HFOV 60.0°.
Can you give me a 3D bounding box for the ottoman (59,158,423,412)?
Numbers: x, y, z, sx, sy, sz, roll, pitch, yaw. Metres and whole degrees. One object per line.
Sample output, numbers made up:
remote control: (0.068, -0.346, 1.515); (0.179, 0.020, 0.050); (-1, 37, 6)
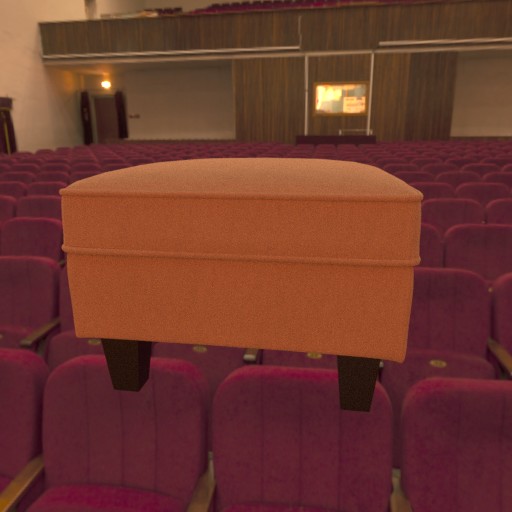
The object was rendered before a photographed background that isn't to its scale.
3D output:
ottoman: (0.000, 0.000, 1.020); (0.616, 0.438, 0.613); (2, 14, 9)
